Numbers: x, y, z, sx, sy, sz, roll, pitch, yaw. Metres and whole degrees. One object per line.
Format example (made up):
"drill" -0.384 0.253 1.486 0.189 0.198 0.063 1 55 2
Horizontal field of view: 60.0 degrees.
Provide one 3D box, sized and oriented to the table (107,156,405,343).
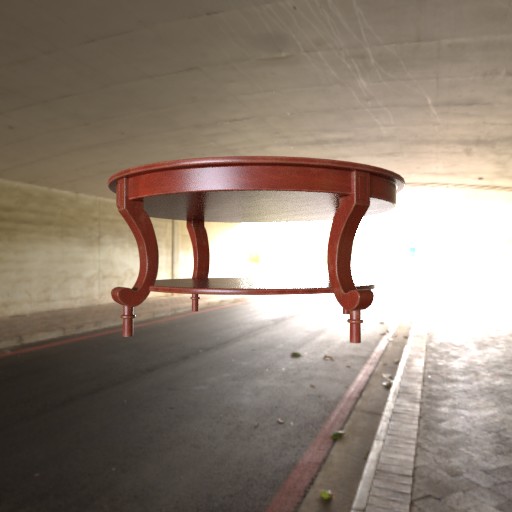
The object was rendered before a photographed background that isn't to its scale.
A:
"table" 0.000 0.000 1.605 1.029 0.486 1.029 0 -1 0
